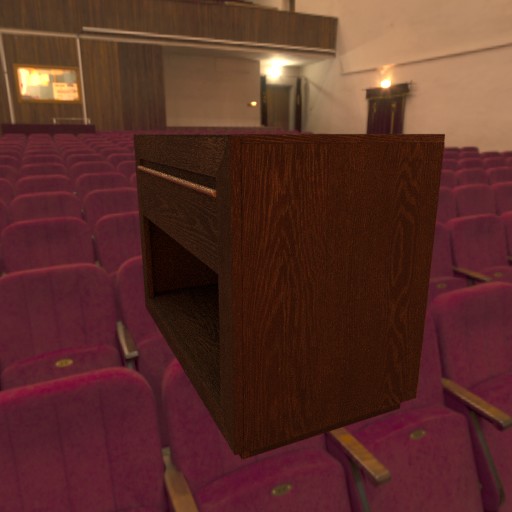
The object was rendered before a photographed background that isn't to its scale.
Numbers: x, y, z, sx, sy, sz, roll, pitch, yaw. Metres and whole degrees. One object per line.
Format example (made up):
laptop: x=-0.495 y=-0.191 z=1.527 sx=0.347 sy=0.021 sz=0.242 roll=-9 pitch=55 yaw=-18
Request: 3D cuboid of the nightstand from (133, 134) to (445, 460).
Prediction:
nightstand: x=0.000 y=0.000 z=1.152 sx=0.457 sy=0.612 sz=0.775 roll=-7 pitch=17 yaw=-24
